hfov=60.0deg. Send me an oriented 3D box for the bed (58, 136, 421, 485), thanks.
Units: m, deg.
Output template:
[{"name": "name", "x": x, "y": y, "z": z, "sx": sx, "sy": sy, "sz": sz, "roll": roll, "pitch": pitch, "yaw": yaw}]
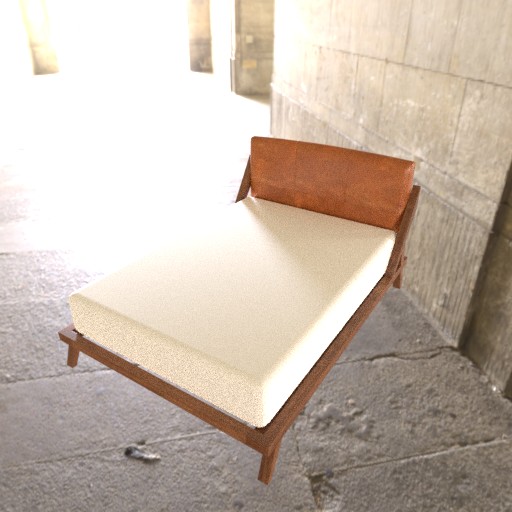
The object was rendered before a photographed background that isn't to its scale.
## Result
[{"name": "bed", "x": 0.000, "y": 0.000, "z": 3.270, "sx": 1.651, "sy": 1.168, "sz": 2.311, "roll": 17, "pitch": 33, "yaw": 29}]
